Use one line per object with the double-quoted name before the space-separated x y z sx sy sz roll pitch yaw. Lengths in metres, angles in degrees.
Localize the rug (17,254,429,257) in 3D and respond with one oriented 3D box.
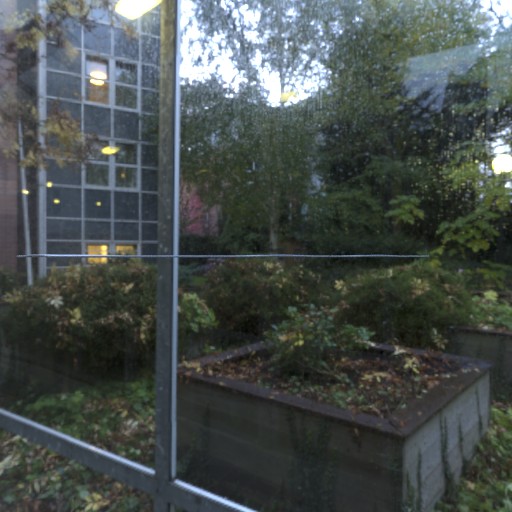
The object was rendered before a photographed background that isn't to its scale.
"rug" 0.000 0.000 2.657 2.439 0.013 0.762 0 0 -37
